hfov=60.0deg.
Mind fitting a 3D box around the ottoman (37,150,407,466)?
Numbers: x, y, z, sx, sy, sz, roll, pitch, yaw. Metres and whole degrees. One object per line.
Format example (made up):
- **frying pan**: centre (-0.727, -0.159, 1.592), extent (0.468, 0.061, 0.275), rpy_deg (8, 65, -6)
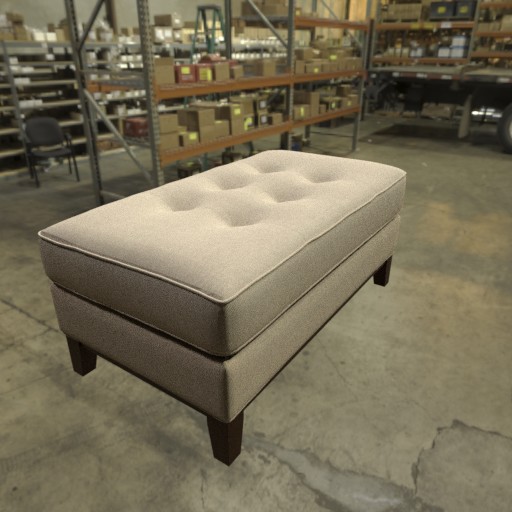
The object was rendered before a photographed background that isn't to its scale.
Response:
- **ottoman**: centre (0.000, 0.000, 1.494), extent (0.648, 0.508, 1.143), rpy_deg (17, 30, 31)
